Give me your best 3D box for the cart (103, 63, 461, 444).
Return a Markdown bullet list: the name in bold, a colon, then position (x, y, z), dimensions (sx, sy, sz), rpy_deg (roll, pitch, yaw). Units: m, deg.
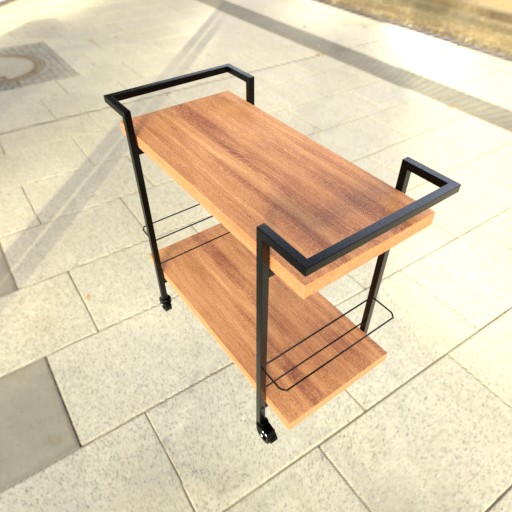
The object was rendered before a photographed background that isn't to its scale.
- **cart**: position (0.000, 0.000, 1.266), dimensions (0.406, 0.762, 0.806), rpy_deg (-26, 49, -26)
